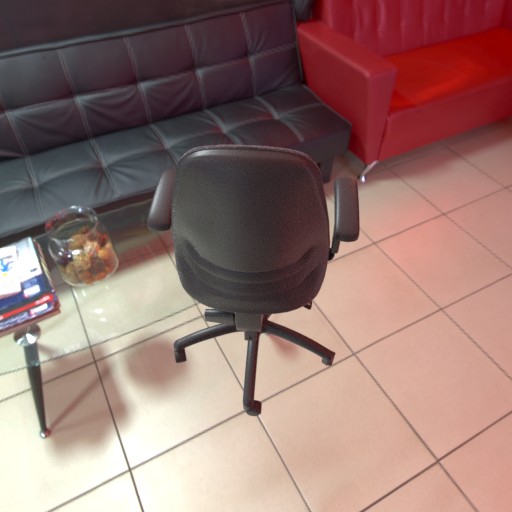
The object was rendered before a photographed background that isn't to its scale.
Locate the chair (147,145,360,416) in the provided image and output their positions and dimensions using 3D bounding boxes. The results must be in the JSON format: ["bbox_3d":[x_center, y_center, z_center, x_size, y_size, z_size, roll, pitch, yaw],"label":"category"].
[{"bbox_3d":[0.000,0.000,1.234,0.550,0.910,0.530,3,47,3],"label":"chair"}]
